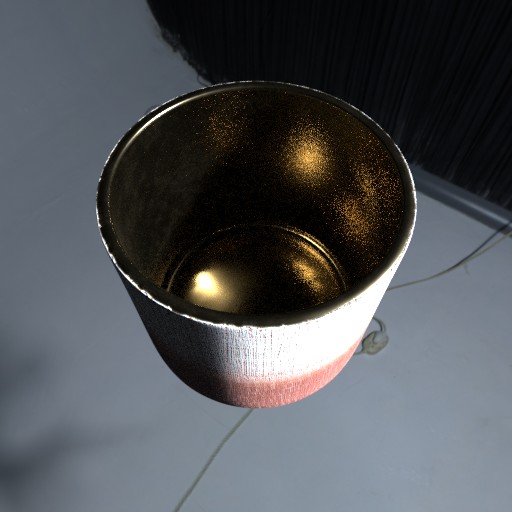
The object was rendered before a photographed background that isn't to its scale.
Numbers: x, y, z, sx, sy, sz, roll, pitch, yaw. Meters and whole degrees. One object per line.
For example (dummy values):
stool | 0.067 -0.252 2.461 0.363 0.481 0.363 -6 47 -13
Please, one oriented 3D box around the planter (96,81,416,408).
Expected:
planter | 0.000 0.000 0.310 0.178 0.157 0.178 0 58 0
